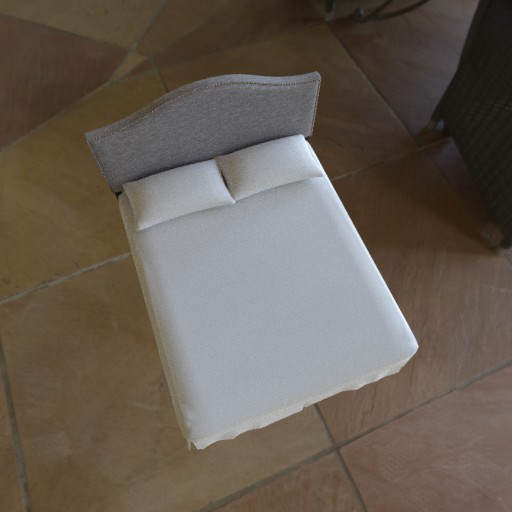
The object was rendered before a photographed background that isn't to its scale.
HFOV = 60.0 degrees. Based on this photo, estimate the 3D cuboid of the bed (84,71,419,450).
[{"bbox_3d":[0.000,0.000,2.868,1.610,1.295,1.870,-18,65,-9],"label":"bed"}]
